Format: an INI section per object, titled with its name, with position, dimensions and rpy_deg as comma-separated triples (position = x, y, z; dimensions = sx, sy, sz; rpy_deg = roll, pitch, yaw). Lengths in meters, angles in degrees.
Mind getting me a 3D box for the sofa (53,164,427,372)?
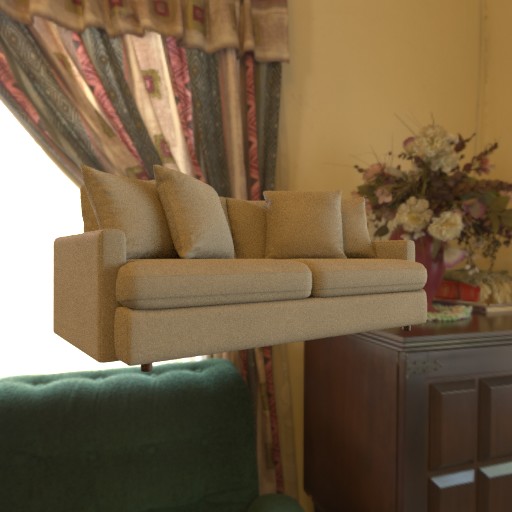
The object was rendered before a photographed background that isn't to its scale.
[sofa]
position = 0.000, 0.000, 3.061
dimensions = 2.380, 1.084, 1.228
rpy_deg = 0, 0, -36
